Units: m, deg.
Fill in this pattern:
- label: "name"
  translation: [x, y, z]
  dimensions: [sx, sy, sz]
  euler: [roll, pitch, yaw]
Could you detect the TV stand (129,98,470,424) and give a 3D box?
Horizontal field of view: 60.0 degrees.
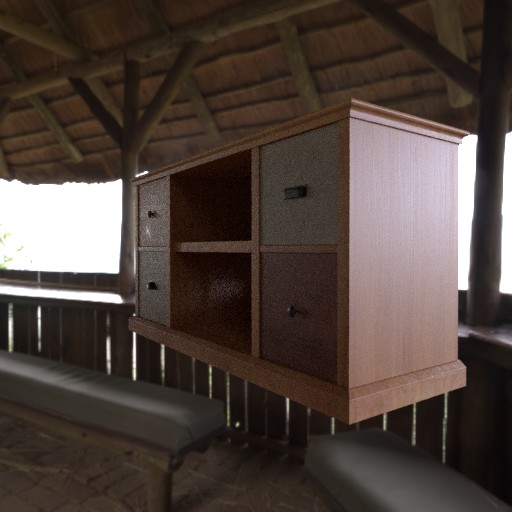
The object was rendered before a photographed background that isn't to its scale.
- label: "TV stand"
  translation: [0.000, 0.000, 1.420]
  dimensions: [0.417, 0.607, 1.181]
  euler: [-1, 1, -35]
